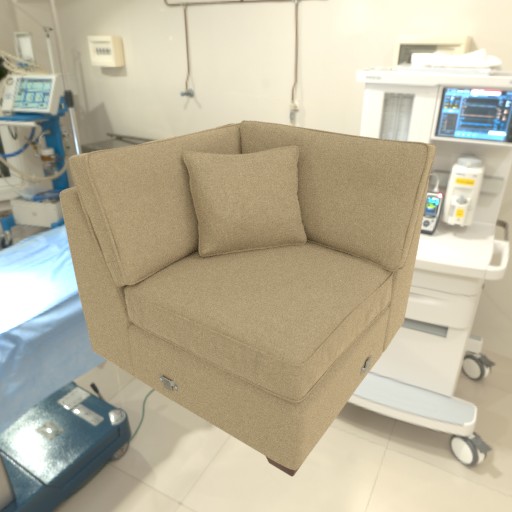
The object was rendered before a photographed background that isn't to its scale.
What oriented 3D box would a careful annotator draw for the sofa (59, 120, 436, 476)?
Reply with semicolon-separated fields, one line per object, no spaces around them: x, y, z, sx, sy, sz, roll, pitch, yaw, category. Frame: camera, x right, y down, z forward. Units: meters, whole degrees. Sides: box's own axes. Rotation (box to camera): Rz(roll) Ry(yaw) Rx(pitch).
0.000;0.000;1.913;1.146;1.002;1.084;17;31;31;sofa
